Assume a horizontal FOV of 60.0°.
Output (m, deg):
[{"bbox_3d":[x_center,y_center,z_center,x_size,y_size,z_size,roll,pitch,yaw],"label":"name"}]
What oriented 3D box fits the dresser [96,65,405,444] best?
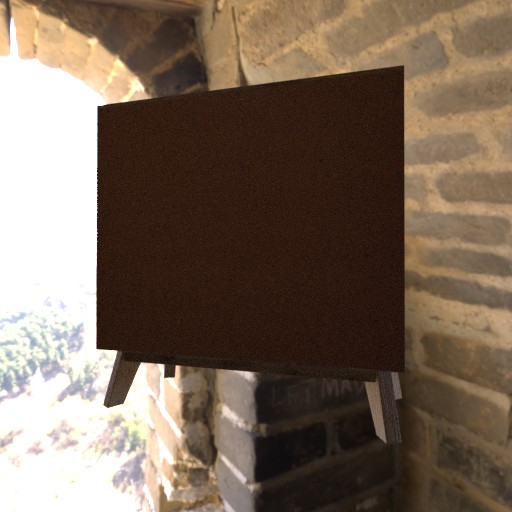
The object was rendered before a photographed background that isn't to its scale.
[{"bbox_3d":[0.000,0.000,1.570,0.998,1.029,0.455,0,0,18],"label":"dresser"}]
